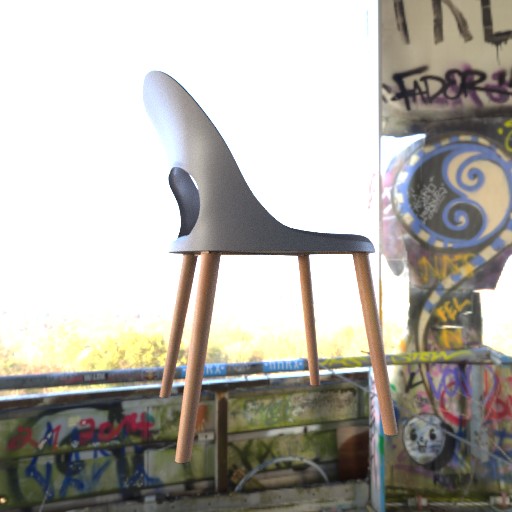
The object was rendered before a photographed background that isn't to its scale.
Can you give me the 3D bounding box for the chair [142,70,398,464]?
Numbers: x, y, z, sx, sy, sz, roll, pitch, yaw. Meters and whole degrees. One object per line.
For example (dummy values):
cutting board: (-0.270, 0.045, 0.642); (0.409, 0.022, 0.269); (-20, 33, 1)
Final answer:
chair: (0.000, 0.000, 1.114); (0.556, 0.795, 0.470); (0, -1, -16)
